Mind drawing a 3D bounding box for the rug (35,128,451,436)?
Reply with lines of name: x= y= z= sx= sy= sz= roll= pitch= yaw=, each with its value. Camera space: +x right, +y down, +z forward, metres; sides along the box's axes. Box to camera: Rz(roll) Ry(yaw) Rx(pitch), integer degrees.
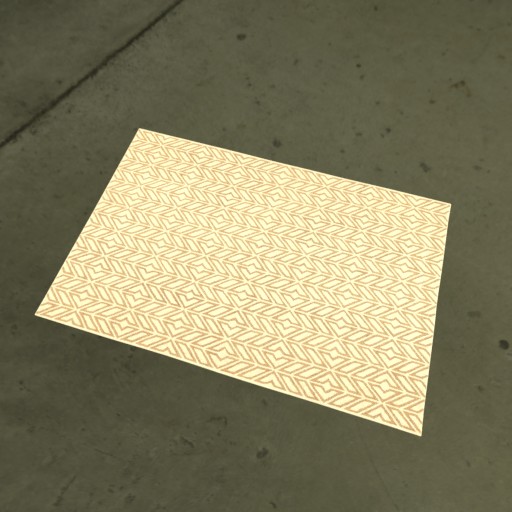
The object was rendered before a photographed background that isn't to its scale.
rug: x=0.000 y=0.000 z=2.251 sx=1.828 sy=0.007 sz=1.220 roll=15 pitch=64 yaw=8
